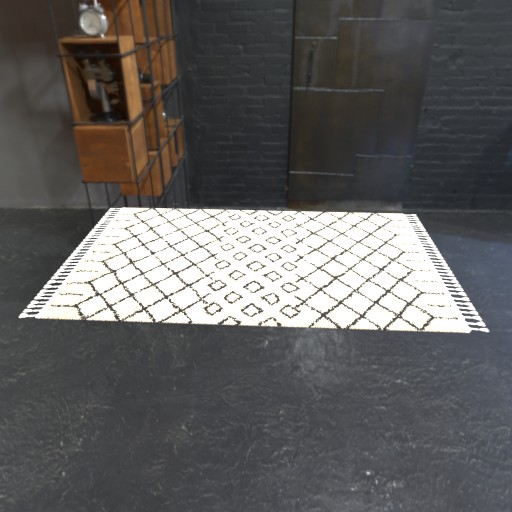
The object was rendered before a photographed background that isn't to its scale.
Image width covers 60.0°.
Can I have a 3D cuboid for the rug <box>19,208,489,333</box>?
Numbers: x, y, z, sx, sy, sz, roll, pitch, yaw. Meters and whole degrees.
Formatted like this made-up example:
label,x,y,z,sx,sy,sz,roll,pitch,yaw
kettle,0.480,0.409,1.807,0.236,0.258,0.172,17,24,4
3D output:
label,x,y,z,sx,sy,sz,roll,pitch,yaw
rug,0.000,0.000,2.398,2.006,0.008,1.196,2,30,3
